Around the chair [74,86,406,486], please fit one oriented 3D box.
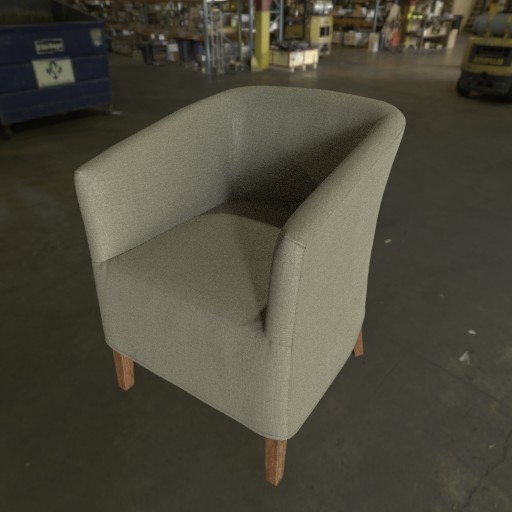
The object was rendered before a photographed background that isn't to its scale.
[{"bbox_3d":[0.000,0.000,1.208,0.600,0.771,0.668,19,36,29],"label":"chair"}]
